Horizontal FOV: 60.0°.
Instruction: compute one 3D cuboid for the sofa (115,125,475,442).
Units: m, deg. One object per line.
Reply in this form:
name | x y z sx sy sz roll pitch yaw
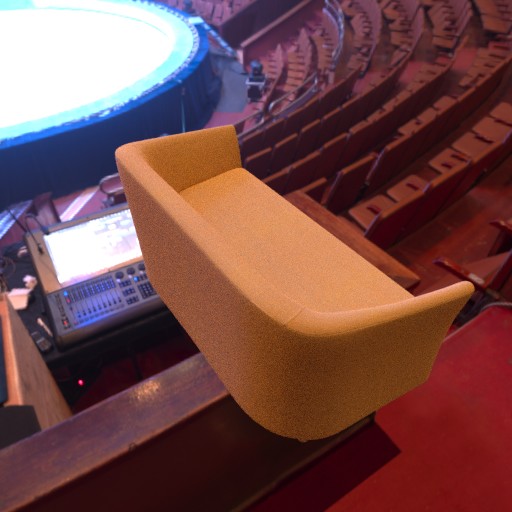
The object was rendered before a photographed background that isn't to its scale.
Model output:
sofa | 0.000 0.000 1.838 0.705 0.721 1.452 -24 46 -25
